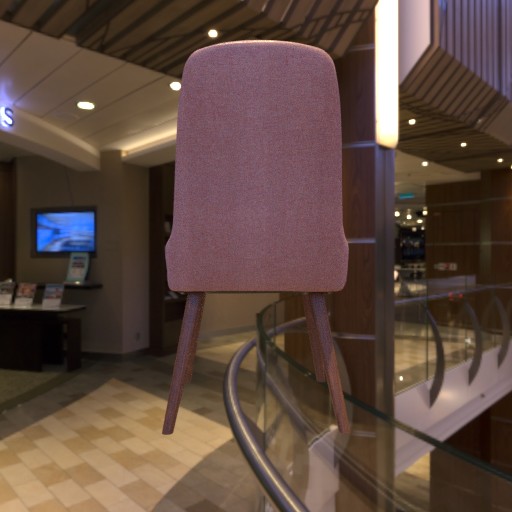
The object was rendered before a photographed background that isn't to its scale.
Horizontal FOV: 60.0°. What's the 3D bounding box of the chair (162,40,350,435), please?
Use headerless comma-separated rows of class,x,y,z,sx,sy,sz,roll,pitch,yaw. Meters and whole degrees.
chair,0.000,0.000,1.287,0.535,0.918,0.707,0,0,0
